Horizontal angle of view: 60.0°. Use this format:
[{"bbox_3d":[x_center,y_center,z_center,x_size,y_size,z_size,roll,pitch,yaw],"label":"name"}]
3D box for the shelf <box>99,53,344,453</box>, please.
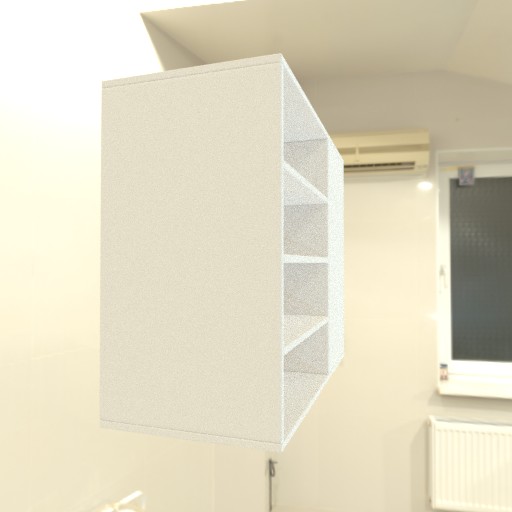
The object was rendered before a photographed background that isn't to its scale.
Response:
[{"bbox_3d":[0.000,0.000,1.296,0.396,0.732,0.895,0,-1,18],"label":"shelf"}]
